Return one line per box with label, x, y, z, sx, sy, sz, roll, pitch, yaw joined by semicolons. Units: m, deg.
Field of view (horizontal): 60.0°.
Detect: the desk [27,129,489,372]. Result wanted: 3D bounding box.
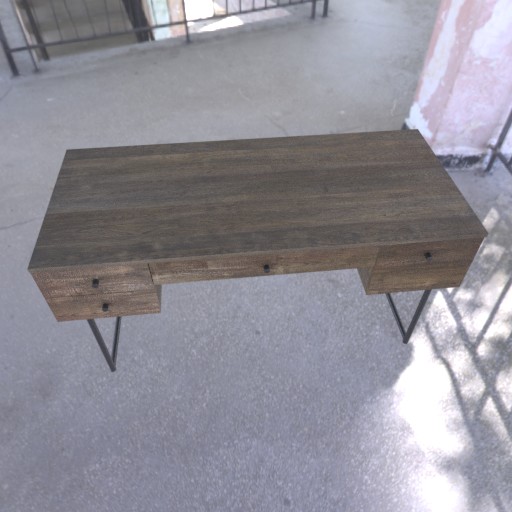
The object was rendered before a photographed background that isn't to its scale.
desk;0.000;0.000;2.046;1.600;0.780;0.730;-4;47;-4
